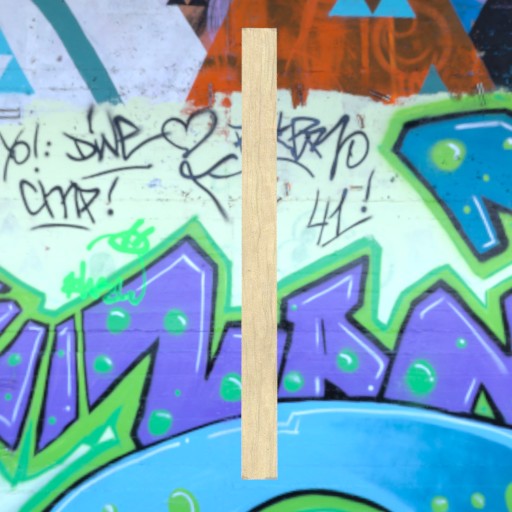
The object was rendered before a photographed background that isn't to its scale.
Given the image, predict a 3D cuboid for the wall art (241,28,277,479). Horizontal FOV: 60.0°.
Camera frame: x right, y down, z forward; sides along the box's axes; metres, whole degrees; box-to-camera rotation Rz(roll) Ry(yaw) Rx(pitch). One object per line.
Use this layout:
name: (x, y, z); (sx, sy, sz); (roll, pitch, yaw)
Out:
wall art: (0.000, 0.000, 0.528); (0.030, 0.380, 0.312); (0, -2, -1)
